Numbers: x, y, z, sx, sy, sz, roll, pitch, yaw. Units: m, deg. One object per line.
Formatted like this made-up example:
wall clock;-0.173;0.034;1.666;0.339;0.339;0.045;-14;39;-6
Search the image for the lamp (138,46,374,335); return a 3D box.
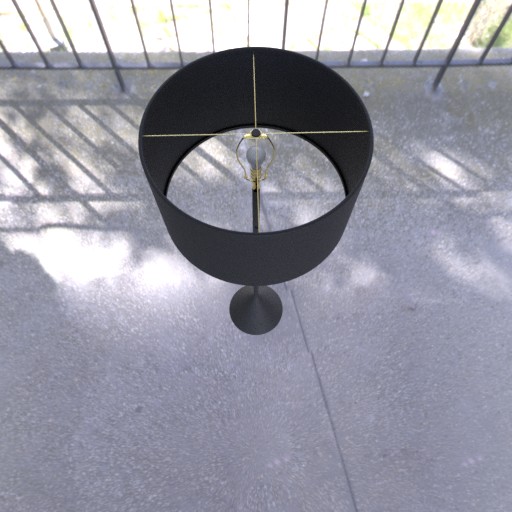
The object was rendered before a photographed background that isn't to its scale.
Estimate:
lamp;0.000;0.000;1.789;0.580;1.526;0.580;-1;66;-1
